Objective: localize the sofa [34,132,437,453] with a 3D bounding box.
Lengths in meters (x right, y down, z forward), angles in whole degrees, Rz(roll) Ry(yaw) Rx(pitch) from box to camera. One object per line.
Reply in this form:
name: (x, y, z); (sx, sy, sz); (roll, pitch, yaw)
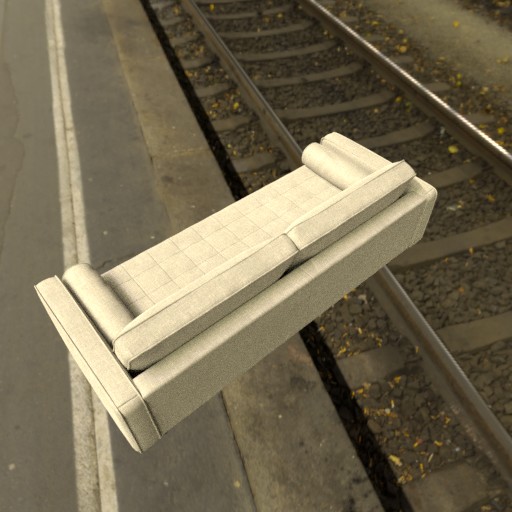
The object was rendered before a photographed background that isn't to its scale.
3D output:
sofa: (0.000, 0.000, 2.601); (2.211, 0.762, 0.914); (-32, 55, -26)
